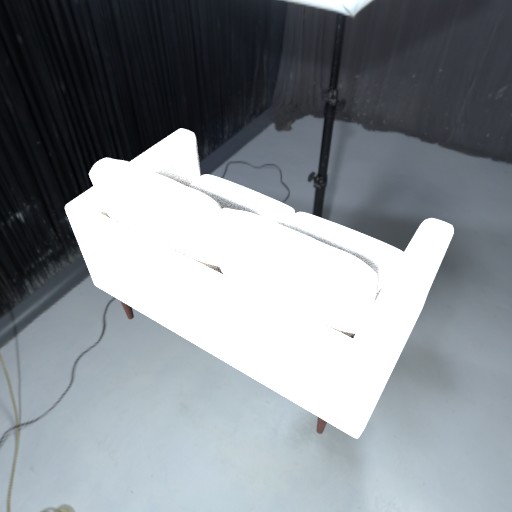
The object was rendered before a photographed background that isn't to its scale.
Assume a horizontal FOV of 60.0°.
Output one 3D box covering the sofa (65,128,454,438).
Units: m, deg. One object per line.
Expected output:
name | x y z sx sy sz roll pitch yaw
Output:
sofa | 0.000 0.000 1.987 1.430 0.908 0.796 25 50 22
